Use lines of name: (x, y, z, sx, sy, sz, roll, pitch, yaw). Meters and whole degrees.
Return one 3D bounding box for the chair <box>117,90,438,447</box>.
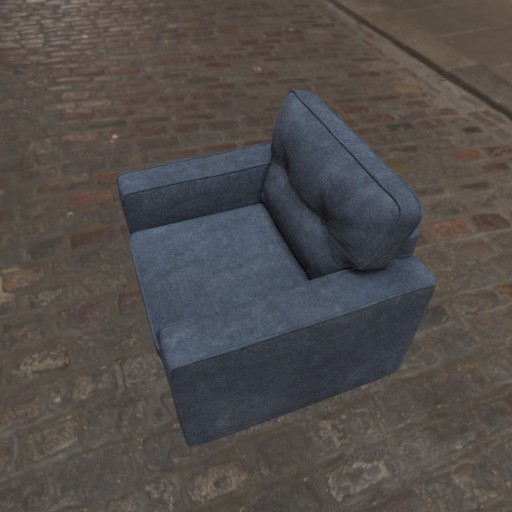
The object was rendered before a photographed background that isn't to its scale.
chair: (0.000, 0.000, 1.786, 0.939, 0.965, 1.015, -15, 48, -14)
